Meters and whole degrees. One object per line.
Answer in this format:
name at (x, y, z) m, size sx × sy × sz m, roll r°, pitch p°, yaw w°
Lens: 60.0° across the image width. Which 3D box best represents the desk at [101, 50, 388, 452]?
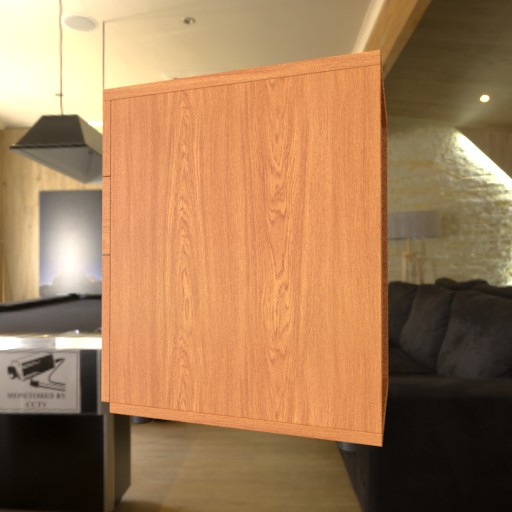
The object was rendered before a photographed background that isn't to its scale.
desk at (0.000, 0.000, 1.072) m, size 0.600 × 0.730 × 0.404 m, roll 0°, pitch -1°, yaw 18°
